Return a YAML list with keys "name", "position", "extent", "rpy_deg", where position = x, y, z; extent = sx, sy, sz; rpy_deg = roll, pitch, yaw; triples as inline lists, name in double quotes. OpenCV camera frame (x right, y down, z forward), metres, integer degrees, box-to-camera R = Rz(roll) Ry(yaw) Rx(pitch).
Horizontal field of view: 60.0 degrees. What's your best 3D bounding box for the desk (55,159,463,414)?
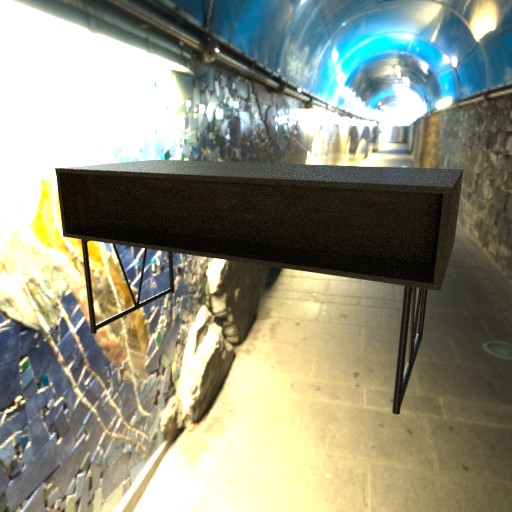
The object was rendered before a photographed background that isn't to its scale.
- name: "desk"
  position: [0.000, 0.000, 2.008]
  extent: [1.600, 0.780, 0.730]
  rpy_deg: [8, 17, 26]
